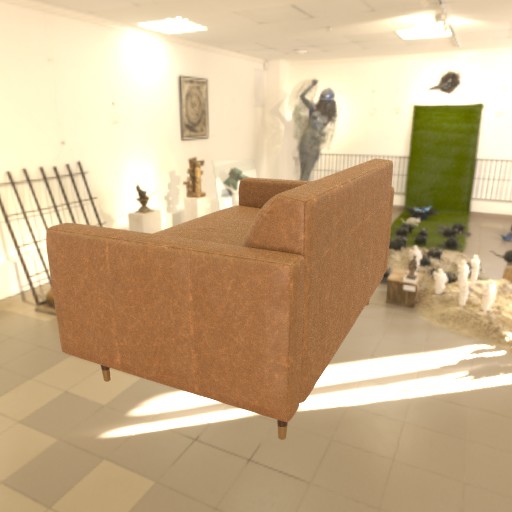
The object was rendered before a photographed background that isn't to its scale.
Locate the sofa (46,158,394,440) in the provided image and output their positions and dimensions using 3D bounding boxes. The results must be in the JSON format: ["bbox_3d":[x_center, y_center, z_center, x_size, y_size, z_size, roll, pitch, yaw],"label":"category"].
[{"bbox_3d":[0.000,0.000,2.055,0.960,0.820,1.549,8,19,25],"label":"sofa"}]
